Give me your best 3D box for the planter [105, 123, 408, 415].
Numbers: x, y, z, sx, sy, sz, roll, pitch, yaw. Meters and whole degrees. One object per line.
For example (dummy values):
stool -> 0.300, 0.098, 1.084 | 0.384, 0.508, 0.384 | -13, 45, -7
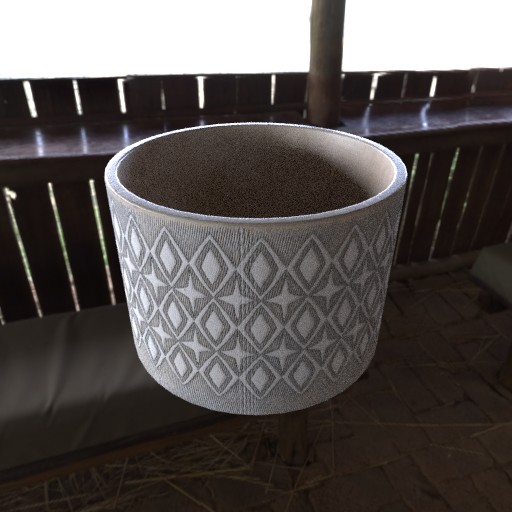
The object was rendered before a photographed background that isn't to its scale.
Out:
planter -> 0.000, 0.000, 0.282 | 0.164, 0.127, 0.164 | 0, 31, 0
